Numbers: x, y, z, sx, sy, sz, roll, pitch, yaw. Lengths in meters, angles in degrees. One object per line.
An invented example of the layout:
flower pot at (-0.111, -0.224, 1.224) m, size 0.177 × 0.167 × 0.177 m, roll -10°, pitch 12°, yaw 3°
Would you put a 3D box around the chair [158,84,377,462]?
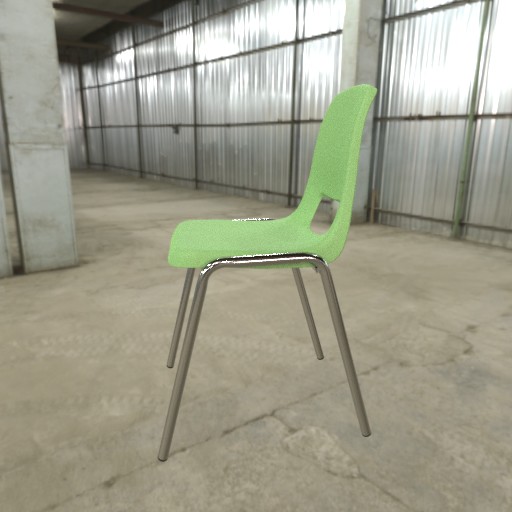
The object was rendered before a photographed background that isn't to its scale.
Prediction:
chair at (0.000, 0.000, 0.968) m, size 0.436 × 0.704 × 0.381 m, roll -2°, pitch 15°, yaw -8°
